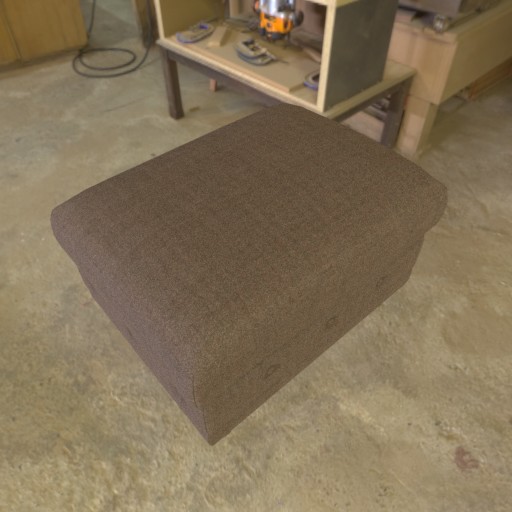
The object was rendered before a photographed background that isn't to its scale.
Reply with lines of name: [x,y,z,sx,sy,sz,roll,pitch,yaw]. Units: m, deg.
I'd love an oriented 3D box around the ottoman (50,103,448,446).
ottoman: [0.000,0.000,1.203,0.809,0.555,0.599,-32,55,-27]
